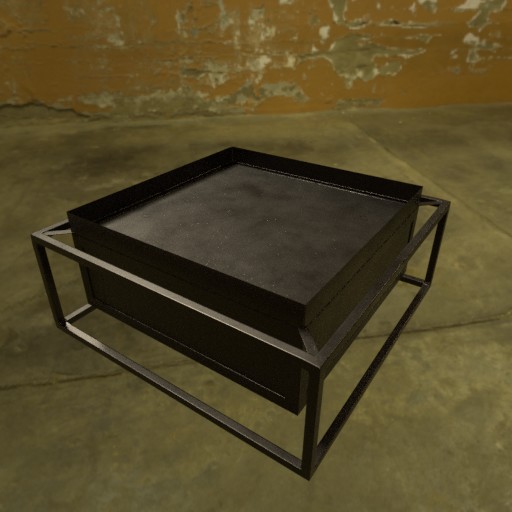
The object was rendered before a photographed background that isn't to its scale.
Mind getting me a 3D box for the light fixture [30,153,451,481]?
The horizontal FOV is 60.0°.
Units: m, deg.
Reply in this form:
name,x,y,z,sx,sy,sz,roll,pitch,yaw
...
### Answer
name,x,y,z,sx,sy,sz,roll,pitch,yaw
light fixture,0.000,0.000,0.682,0.441,0.191,0.441,19,35,29
